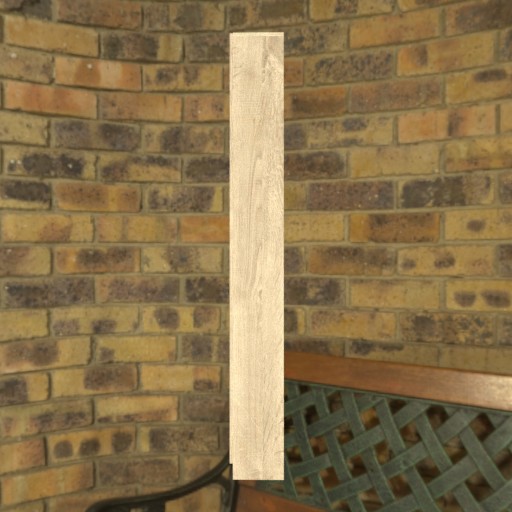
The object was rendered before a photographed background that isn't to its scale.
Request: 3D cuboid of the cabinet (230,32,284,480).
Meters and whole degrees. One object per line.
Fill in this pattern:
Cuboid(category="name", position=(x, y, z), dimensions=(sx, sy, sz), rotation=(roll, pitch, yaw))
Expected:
Cuboid(category="cabinet", position=(0.000, 0.000, 2.024), dimensions=(0.230, 1.790, 0.500), rotation=(0, 0, 1))
